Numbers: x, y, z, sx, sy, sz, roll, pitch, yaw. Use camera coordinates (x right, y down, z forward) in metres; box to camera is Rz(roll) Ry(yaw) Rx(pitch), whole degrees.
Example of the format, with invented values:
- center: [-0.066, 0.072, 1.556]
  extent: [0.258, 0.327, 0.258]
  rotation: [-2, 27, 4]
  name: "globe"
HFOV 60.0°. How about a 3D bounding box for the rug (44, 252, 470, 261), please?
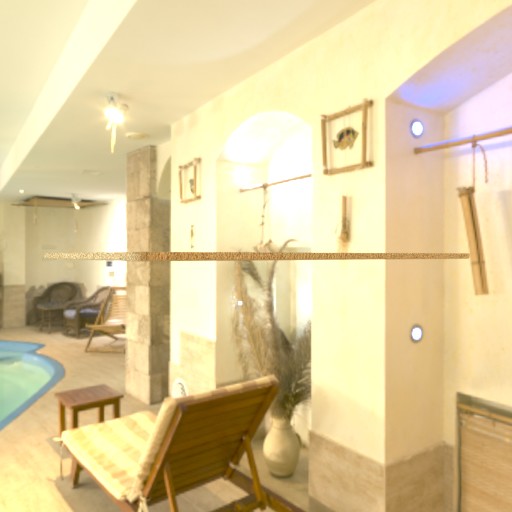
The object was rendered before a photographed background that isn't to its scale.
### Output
- center: [0.000, 0.000, 2.063]
  extent: [1.600, 0.025, 1.199]
  rotation: [0, 0, -36]
  name: "rug"
